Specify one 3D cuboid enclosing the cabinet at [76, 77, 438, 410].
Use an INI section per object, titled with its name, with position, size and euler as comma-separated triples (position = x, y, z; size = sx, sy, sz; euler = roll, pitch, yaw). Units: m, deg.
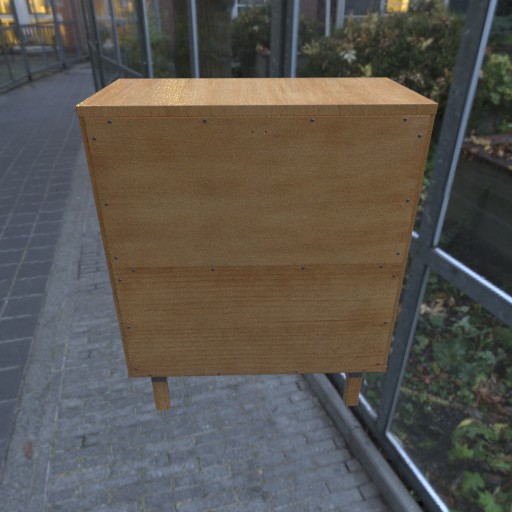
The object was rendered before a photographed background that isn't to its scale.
[cabinet]
position = 0.000, 0.000, 1.402
size = 0.800, 1.001, 0.419
euler = -1, 30, -2
